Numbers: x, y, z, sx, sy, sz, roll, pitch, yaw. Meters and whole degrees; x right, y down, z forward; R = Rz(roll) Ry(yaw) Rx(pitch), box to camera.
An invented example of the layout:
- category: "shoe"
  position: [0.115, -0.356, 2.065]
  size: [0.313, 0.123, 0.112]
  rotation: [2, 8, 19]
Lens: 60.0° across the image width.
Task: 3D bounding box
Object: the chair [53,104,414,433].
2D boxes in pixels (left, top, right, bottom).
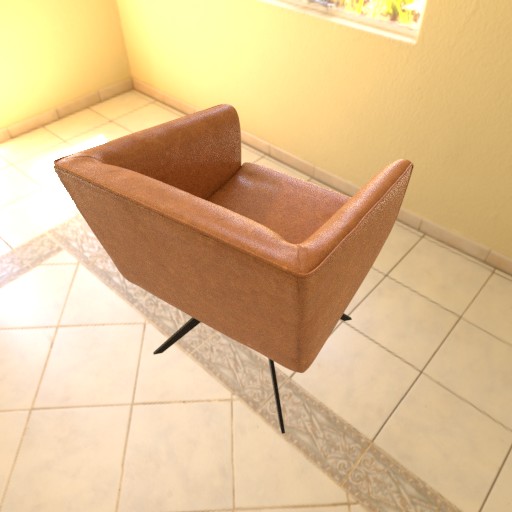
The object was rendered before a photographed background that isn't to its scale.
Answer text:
- category: "chair"
  position: [0.000, 0.000, 1.214]
  size: [0.588, 0.760, 0.625]
  rotation: [24, 51, 22]
